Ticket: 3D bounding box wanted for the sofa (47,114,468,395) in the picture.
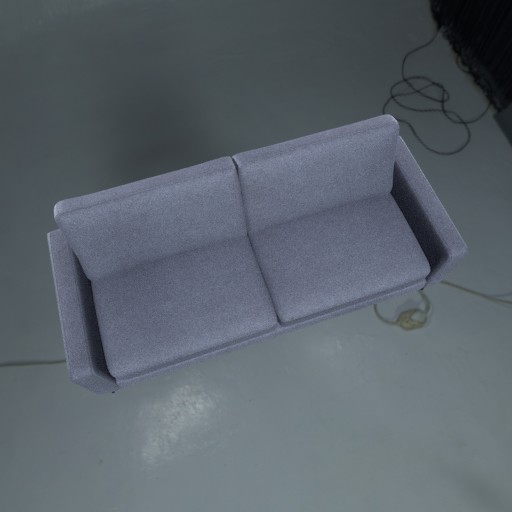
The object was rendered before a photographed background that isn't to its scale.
[{"bbox_3d":[0.000,0.000,2.296,1.925,0.828,0.774,-17,66,-8],"label":"sofa"}]
